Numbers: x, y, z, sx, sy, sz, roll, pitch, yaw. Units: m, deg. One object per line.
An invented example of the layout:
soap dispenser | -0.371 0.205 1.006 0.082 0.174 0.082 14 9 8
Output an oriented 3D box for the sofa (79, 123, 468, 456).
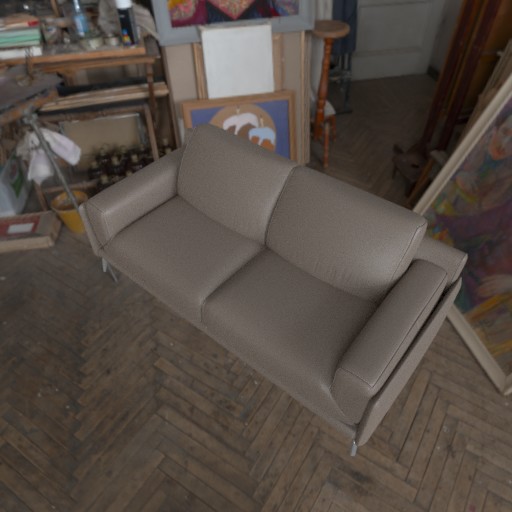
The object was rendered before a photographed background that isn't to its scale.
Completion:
sofa | 0.000 0.000 2.622 2.101 0.930 1.049 30 53 26
